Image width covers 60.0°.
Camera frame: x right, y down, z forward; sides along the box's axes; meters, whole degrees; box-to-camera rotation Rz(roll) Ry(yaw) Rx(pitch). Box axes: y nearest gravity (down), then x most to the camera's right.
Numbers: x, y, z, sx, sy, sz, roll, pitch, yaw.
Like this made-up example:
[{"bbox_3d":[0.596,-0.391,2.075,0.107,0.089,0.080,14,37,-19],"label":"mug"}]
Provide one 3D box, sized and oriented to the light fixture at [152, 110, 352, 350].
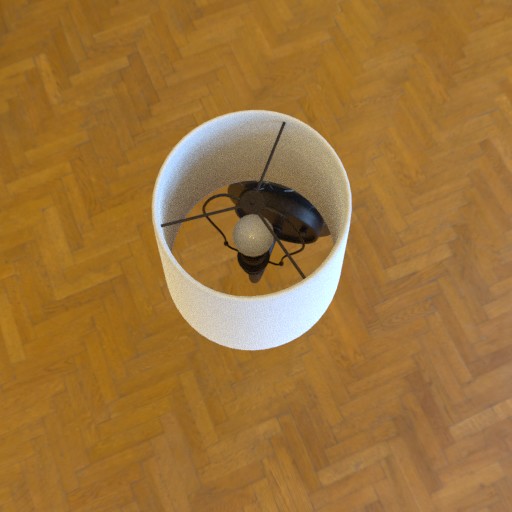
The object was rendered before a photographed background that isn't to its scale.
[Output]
[{"bbox_3d":[0.000,0.000,0.443,0.168,0.337,0.188,20,76,5],"label":"light fixture"}]
